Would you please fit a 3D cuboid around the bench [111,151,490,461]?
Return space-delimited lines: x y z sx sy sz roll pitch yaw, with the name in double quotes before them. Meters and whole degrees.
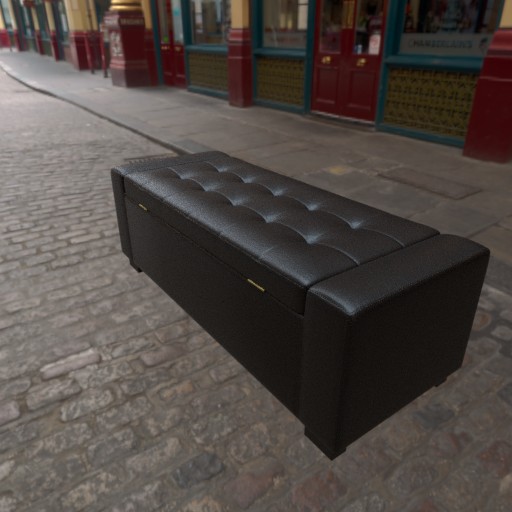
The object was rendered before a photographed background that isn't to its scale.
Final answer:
"bench" 0.000 0.000 1.511 0.508 0.445 1.296 -18 31 -32
